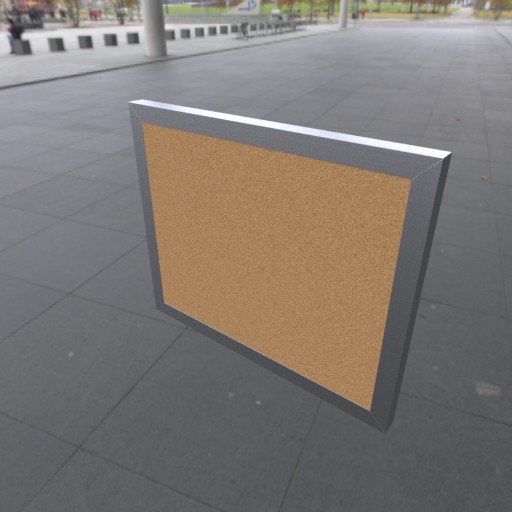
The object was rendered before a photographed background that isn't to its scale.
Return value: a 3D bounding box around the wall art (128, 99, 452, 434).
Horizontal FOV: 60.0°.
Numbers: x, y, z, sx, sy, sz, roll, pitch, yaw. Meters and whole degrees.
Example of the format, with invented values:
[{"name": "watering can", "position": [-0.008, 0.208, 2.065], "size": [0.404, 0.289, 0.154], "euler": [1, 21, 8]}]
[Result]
[{"name": "wall art", "position": [0.000, 0.000, 0.768], "size": [0.557, 0.456, 0.032], "euler": [21, 35, 33]}]
